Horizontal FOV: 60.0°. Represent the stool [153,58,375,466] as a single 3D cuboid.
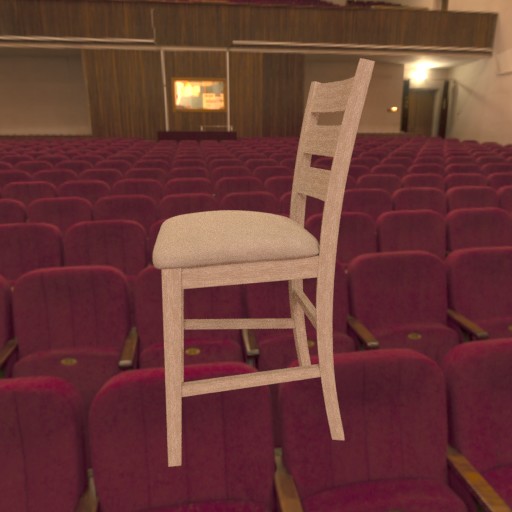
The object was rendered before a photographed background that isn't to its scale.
[{"bbox_3d":[0.000,0.000,1.319,0.569,1.032,0.484,-2,15,-8],"label":"stool"}]
